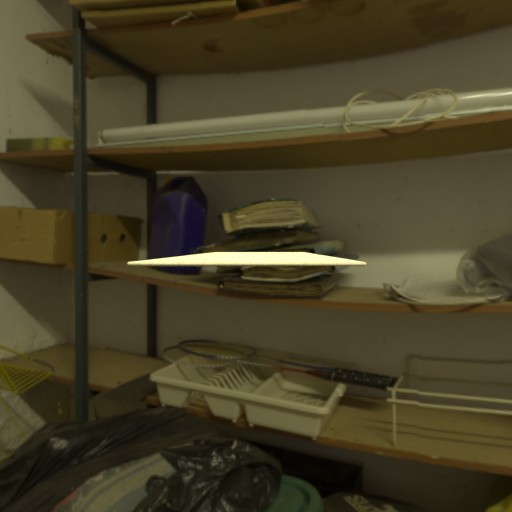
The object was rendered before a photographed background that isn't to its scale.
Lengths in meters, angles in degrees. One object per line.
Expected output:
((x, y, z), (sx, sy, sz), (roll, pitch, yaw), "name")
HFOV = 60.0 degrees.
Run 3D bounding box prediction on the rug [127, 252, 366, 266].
((0.000, 0.000, 2.658), (0.793, 0.014, 2.450), (0, 1, 1), "rug")
